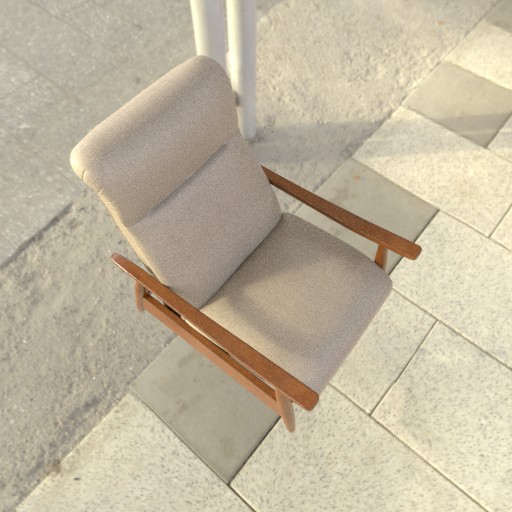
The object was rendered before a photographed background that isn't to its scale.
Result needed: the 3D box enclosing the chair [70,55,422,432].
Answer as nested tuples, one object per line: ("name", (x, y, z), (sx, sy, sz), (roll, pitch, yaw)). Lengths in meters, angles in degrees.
("chair", (0.000, 0.000, 1.774), (1.032, 1.082, 0.762), (34, 65, 18))
